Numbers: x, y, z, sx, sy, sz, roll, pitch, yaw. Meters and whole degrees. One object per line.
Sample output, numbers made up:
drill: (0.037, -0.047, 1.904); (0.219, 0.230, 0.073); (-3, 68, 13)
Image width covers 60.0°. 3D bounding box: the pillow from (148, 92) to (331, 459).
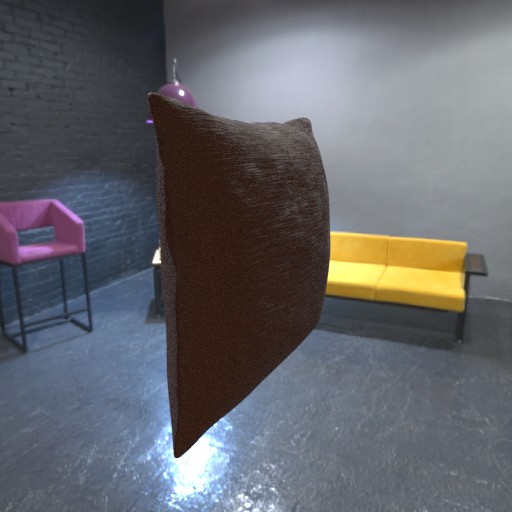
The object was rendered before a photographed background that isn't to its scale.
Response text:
pillow: (0.000, 0.000, 0.690); (0.204, 0.439, 0.452); (7, 16, 26)
